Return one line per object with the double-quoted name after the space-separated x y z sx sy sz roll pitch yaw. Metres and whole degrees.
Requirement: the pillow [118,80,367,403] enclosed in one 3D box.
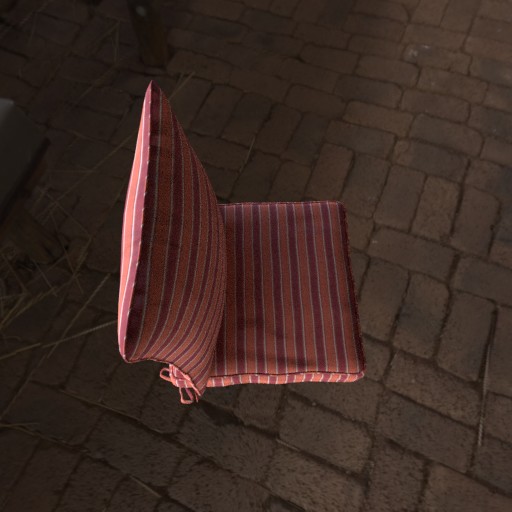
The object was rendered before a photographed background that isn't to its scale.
0.000 0.000 1.400 0.733 0.723 0.799 -1 64 -1 "pillow"
